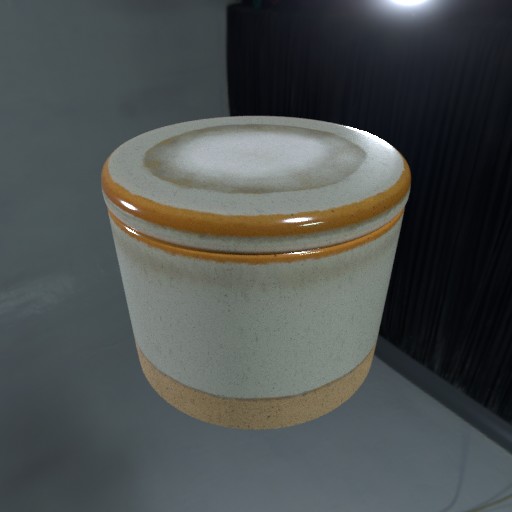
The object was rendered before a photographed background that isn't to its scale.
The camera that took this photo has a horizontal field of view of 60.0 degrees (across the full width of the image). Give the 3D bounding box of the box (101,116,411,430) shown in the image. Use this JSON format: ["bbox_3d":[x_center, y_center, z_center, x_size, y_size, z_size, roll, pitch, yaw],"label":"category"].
[{"bbox_3d":[0.000,0.000,0.206,0.123,0.100,0.123,0,31,0],"label":"box"}]
